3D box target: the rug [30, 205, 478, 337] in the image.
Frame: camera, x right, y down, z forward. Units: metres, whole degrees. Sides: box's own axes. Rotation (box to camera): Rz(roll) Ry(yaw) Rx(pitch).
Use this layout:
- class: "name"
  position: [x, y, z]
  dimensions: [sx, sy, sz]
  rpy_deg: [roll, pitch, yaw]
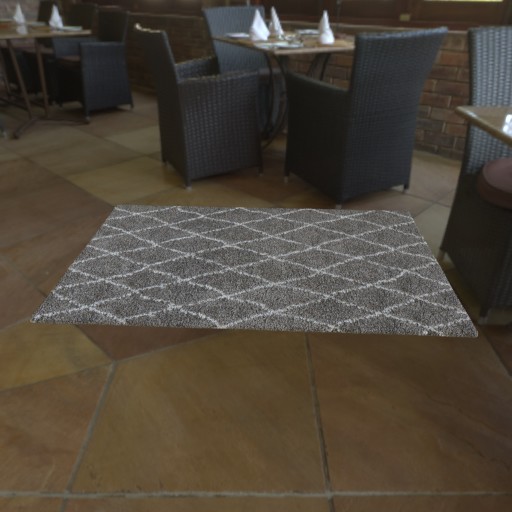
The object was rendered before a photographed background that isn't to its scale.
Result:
- class: "rug"
  position: [0.000, 0.000, 3.047]
  dimensions: [2.438, 0.030, 1.524]
  rpy_deg: [1, 31, 2]
